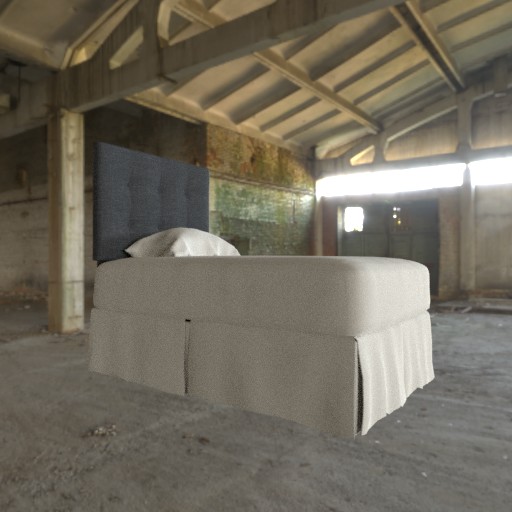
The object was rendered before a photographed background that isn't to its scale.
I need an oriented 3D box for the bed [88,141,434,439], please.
[{"bbox_3d":[0.000,0.000,2.927,1.997,1.571,1.261,0,0,36],"label":"bed"}]
